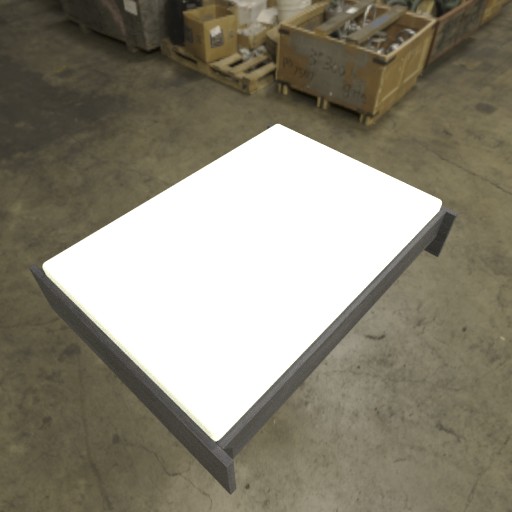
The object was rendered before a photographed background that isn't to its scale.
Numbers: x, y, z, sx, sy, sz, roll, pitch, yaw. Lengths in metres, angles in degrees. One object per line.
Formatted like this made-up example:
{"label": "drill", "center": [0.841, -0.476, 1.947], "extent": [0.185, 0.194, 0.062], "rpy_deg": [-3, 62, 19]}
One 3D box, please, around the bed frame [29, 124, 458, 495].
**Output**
{"label": "bed frame", "center": [0.000, 0.000, 2.604], "extent": [1.490, 0.432, 1.950], "rpy_deg": [34, 55, 27]}
